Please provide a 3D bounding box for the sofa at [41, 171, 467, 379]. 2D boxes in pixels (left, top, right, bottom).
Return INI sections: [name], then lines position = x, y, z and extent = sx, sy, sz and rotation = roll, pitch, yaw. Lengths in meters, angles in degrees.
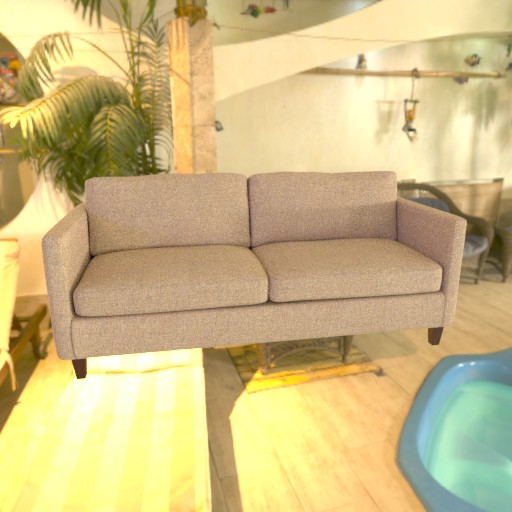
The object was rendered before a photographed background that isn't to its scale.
[sofa]
position = 0.000, 0.000, 2.715
extent = 2.208, 0.965, 0.951
rotation = -3, 17, -10
